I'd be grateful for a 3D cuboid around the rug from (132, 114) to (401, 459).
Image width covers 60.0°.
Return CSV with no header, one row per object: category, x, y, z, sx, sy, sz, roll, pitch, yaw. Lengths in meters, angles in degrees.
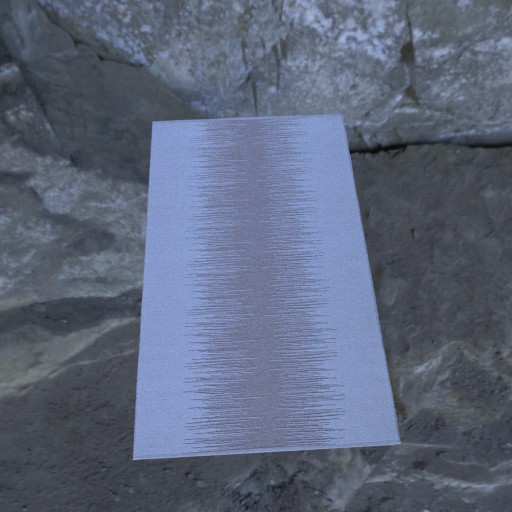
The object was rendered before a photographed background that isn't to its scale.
rug,0.000,0.000,3.013,1.522,0.012,2.440,-3,65,-1
